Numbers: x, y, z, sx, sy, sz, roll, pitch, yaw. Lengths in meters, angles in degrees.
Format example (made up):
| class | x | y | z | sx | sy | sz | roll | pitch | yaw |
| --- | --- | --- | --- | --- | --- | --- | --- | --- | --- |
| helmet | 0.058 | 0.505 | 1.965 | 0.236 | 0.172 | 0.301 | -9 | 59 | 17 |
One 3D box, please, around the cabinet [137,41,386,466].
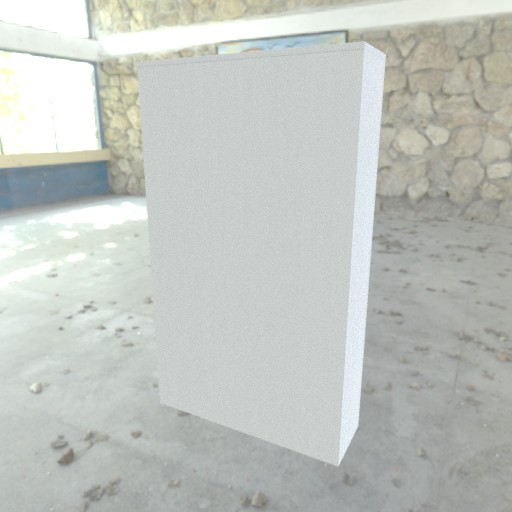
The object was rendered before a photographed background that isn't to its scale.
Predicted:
| class | x | y | z | sx | sy | sz | roll | pitch | yaw |
| --- | --- | --- | --- | --- | --- | --- | --- | --- | --- |
| cabinet | 0.000 | 0.000 | 1.559 | 0.750 | 1.280 | 0.250 | 8 | 18 | 27 |
